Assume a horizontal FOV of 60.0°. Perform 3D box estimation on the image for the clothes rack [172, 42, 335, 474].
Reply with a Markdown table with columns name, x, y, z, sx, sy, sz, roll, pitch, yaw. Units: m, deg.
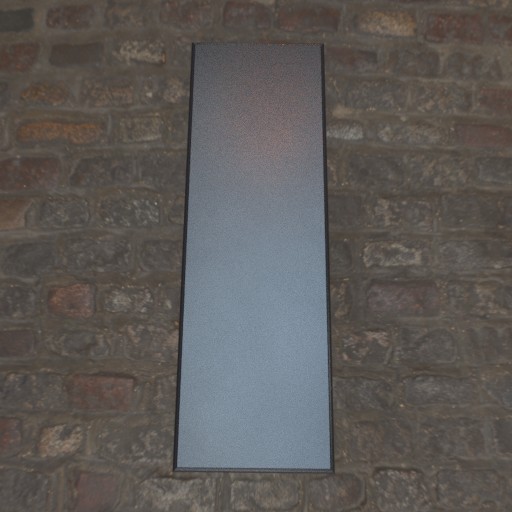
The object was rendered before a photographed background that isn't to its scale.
| name | x | y | z | sx | sy | sz | roll | pitch | yaw |
| --- | --- | --- | --- | --- | --- | --- | --- | --- | --- |
| clothes rack | 0.000 | 0.000 | 1.492 | 0.406 | 0.556 | 1.219 | 1 | 78 | 0 |
